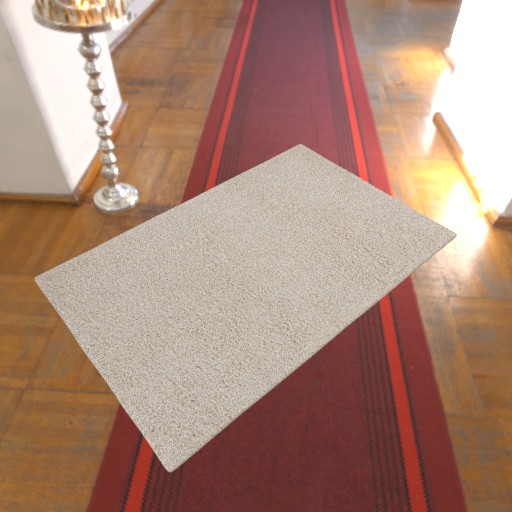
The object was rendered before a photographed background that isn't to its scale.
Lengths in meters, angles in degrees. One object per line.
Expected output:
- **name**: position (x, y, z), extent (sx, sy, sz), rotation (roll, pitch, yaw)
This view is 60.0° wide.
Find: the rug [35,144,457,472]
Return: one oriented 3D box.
- **rug**: position (0.000, 0.000, 3.387), extent (2.743, 0.030, 1.778), rotation (-32, 54, -27)
